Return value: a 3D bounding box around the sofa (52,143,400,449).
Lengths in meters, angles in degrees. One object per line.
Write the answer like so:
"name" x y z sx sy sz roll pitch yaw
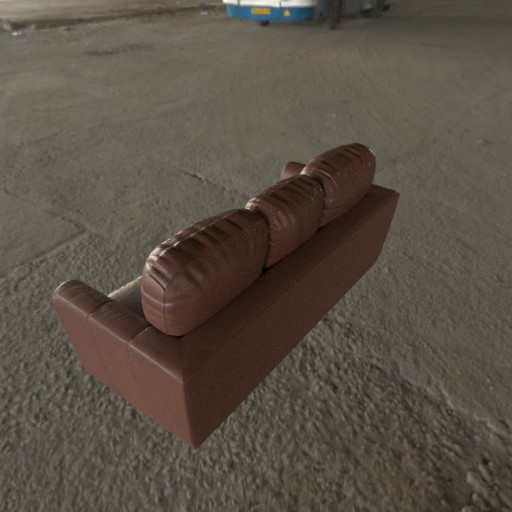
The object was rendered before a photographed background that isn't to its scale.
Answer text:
"sofa" 0.000 0.000 2.354 0.802 0.915 1.862 23 40 30
